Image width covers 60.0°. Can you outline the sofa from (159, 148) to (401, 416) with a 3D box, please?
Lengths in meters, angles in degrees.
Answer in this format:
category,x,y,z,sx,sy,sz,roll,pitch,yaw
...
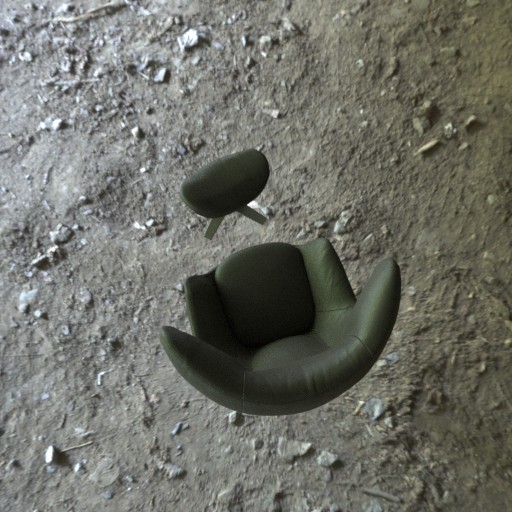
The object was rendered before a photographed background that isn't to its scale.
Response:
category,x,y,z,sx,sy,sz,roll,pitch,yaw
sofa,0.000,0.000,2.139,0.894,1.135,1.444,-17,77,-4
